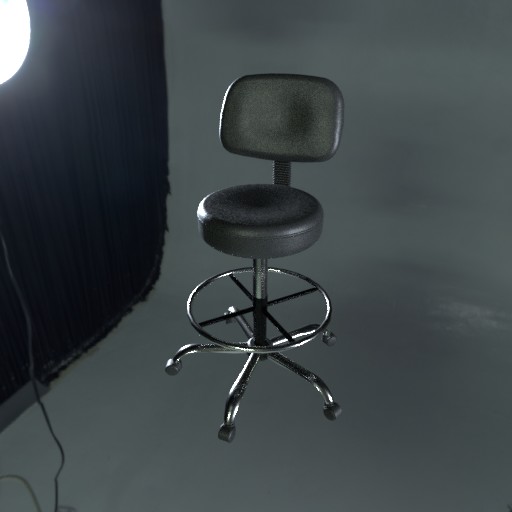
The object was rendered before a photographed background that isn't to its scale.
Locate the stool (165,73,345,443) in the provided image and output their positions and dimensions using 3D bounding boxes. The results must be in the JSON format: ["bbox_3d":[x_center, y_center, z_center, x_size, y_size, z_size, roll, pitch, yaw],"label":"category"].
[{"bbox_3d":[0.000,0.000,1.469,0.694,1.069,0.658,9,30,17],"label":"stool"}]
